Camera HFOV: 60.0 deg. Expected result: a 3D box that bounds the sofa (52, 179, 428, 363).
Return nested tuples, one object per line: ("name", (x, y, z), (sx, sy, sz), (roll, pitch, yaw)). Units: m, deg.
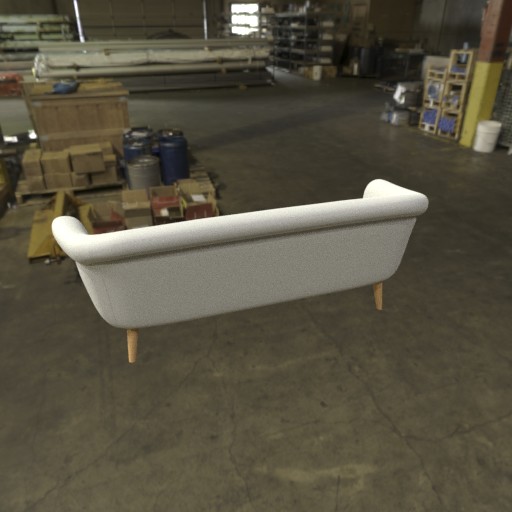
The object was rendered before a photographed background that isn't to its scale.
("sofa", (0.000, 0.000, 2.568), (2.160, 0.795, 0.827), (-9, 29, -16))
